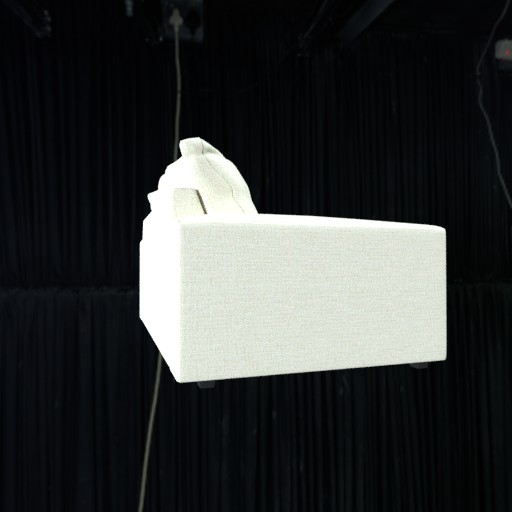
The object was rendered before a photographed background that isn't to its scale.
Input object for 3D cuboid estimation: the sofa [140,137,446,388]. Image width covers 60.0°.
[{"bbox_3d":[0.000,0.000,2.371,1.091,0.875,1.754,0,-1,-18],"label":"sofa"}]
